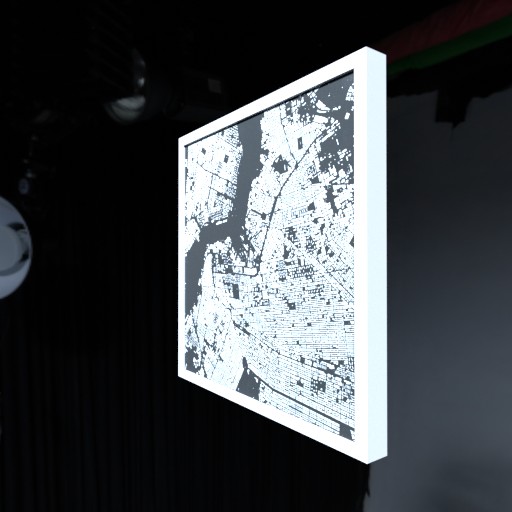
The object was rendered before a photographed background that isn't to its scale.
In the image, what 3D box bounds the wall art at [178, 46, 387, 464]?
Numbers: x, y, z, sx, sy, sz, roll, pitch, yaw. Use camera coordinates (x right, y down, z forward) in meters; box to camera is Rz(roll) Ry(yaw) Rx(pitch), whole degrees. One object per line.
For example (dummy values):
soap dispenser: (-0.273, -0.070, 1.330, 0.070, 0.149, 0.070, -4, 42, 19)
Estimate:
wall art: (0.000, 0.000, 0.752, 0.038, 0.506, 0.506, 0, -1, -36)
